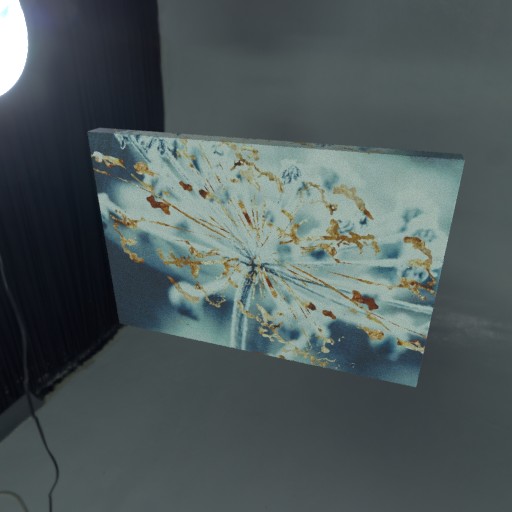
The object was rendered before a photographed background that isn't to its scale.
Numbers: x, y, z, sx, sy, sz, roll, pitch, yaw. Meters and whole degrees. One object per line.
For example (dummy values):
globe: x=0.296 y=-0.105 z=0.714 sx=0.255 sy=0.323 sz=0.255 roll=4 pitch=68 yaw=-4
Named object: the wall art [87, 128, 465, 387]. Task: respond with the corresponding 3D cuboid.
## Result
wall art: x=0.000 y=0.000 z=0.792 sx=0.607 sy=0.405 sz=0.036 roll=9 pitch=28 yaw=16
